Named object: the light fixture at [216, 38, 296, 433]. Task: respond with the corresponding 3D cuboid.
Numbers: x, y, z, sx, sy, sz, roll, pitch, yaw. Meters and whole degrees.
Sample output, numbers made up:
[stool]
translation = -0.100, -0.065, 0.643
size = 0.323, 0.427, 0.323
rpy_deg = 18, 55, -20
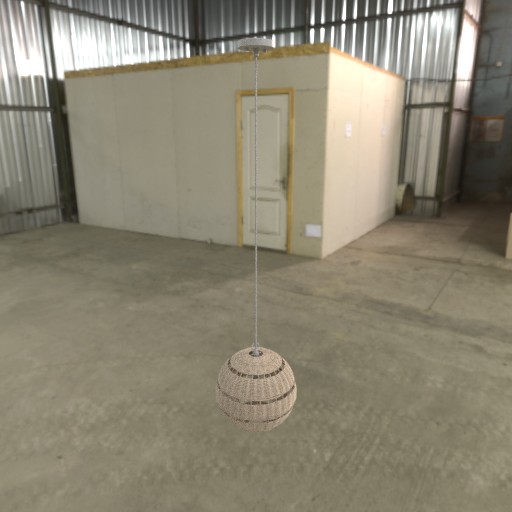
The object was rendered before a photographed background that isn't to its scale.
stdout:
[light fixture]
translation = 0.000, 0.000, 2.288
size = 0.457, 2.019, 0.457
rpy_deg = -9, 19, -28
